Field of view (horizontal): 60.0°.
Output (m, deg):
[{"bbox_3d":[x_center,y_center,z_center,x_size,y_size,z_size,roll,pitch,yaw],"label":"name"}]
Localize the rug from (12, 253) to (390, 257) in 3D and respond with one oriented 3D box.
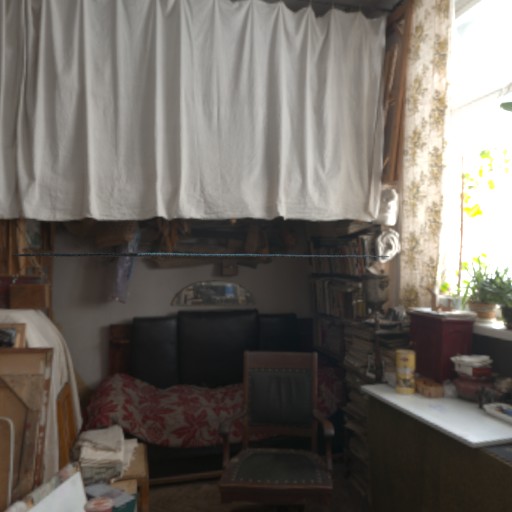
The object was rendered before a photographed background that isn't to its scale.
[{"bbox_3d":[0.000,0.000,2.639,0.801,0.010,2.459,0,0,35],"label":"rug"}]
